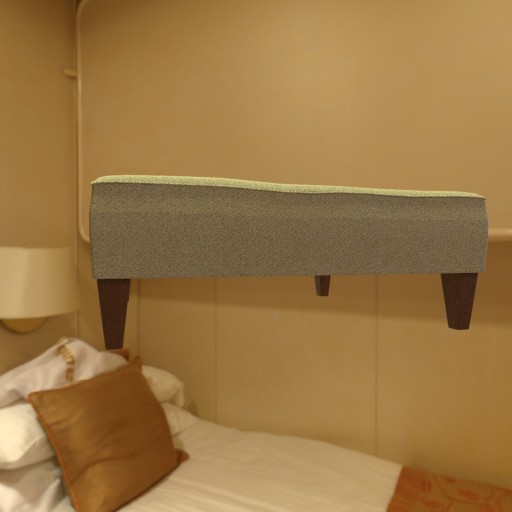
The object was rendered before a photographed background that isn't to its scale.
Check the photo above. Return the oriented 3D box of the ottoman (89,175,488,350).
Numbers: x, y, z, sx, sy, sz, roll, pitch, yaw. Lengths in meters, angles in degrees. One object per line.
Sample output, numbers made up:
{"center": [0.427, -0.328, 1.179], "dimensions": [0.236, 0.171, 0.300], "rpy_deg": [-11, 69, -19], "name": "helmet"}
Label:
{"center": [0.000, 0.000, 1.488], "dimensions": [0.968, 0.379, 1.004], "rpy_deg": [0, 1, -15], "name": "ottoman"}
